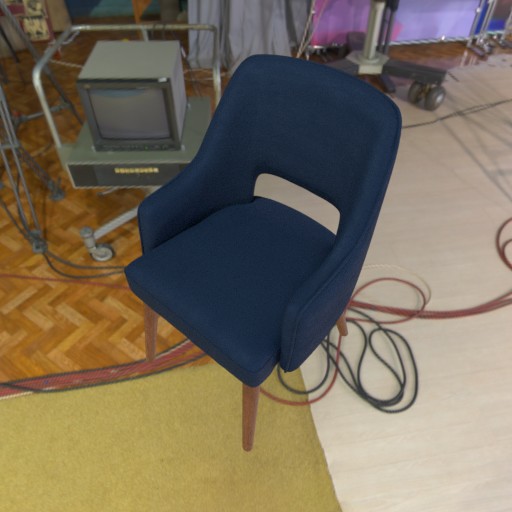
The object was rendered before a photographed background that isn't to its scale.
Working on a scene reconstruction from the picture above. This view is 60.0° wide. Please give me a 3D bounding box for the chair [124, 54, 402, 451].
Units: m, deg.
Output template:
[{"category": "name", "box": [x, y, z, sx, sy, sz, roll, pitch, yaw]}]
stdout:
[{"category": "chair", "box": [0.000, 0.000, 1.198, 0.559, 0.844, 0.591, 32, 55, 27]}]
